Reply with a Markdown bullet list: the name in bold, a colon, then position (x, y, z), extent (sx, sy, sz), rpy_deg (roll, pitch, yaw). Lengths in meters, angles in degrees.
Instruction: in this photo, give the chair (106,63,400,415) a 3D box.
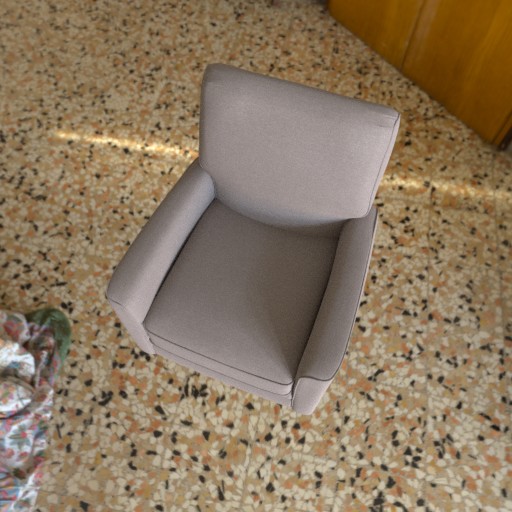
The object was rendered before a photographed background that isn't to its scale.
- **chair**: position (0.000, 0.000, 1.699), extent (0.845, 1.023, 0.859), rpy_deg (19, 62, 11)
